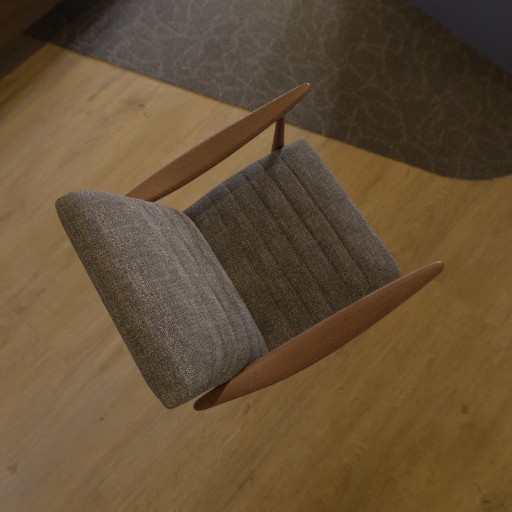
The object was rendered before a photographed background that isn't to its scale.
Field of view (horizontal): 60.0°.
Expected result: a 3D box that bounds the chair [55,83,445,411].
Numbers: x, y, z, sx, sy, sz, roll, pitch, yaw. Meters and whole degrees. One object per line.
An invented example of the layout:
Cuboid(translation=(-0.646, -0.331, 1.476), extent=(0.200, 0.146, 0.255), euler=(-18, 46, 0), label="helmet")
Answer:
Cuboid(translation=(0.000, 0.000, 1.407), extent=(0.798, 0.832, 0.741), euler=(-31, 77, -8), label="chair")
